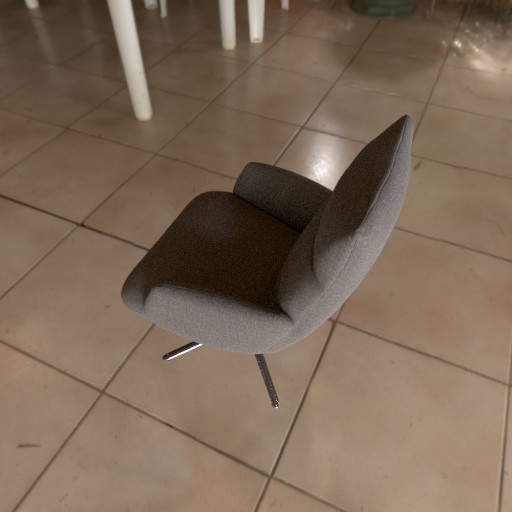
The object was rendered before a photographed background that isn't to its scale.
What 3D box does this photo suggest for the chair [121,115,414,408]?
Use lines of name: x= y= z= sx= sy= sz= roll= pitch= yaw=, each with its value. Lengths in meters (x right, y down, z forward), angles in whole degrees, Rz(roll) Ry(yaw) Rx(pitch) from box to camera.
chair: x=0.000 y=0.000 z=1.542 sx=0.831 sy=0.984 sz=0.702 roll=18 pitch=50 yaw=16
